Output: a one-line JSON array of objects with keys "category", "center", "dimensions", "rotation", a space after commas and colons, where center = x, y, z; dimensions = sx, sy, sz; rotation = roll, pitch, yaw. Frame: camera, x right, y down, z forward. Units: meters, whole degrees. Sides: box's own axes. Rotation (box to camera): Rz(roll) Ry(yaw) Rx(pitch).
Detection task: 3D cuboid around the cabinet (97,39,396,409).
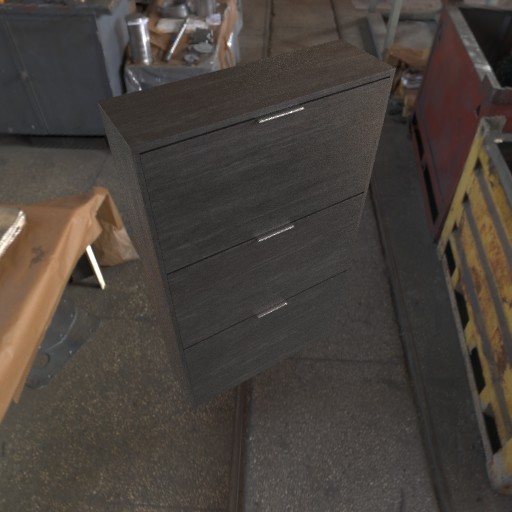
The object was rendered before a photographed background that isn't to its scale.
[{"category": "cabinet", "center": [0.000, 0.000, 1.600], "dimensions": [0.750, 1.280, 0.250], "rotation": [-24, 51, -20]}]
